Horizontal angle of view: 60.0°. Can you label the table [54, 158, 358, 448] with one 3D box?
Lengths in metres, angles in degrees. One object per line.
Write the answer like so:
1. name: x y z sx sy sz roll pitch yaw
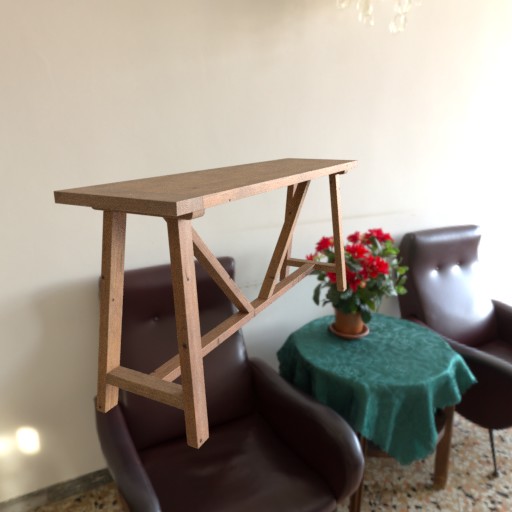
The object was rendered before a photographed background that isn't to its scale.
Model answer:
1. table: 0.000 0.000 2.133 0.465 0.810 1.800 8 18 26
